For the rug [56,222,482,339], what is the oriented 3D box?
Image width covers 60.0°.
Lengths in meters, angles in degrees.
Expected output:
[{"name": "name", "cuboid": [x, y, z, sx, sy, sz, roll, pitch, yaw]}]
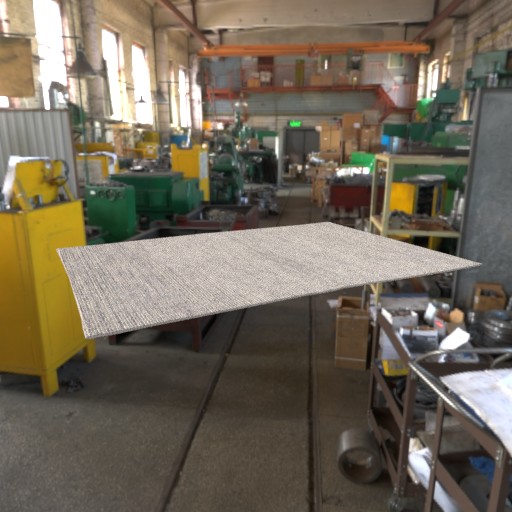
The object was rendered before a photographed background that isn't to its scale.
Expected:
[{"name": "rug", "cuboid": [0.000, 0.000, 2.897, 2.307, 0.030, 1.604, -7, 16, -26]}]
